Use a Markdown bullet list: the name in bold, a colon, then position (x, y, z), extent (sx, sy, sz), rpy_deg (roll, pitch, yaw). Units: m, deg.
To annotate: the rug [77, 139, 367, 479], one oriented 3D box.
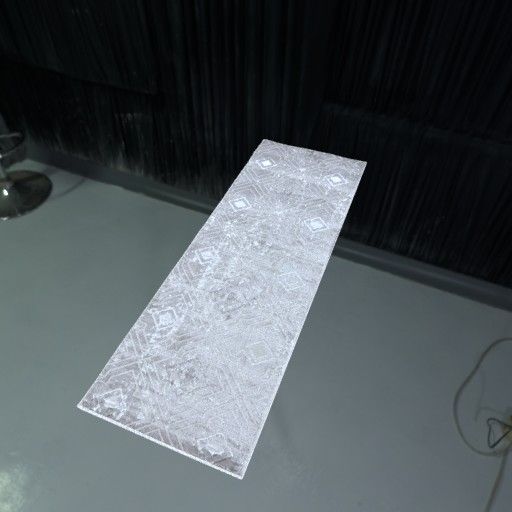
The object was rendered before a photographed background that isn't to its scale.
- **rug**: position (0.000, 0.000, 2.686), extent (0.832, 0.035, 2.381), rpy_deg (17, 50, 15)
